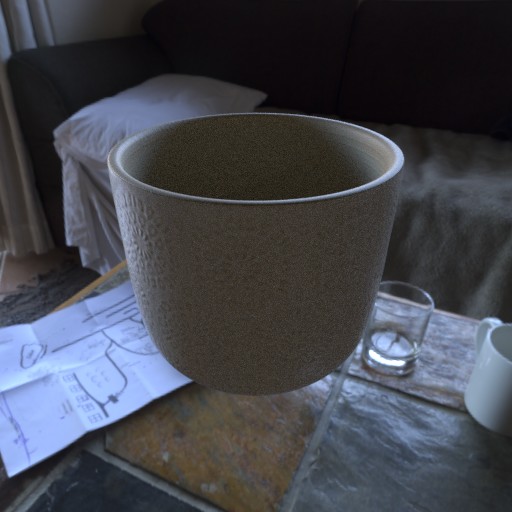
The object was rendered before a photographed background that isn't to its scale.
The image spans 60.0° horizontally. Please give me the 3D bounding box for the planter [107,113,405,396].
[{"bbox_3d":[0.000,0.000,0.301,0.170,0.152,0.170,0,31,0],"label":"planter"}]
